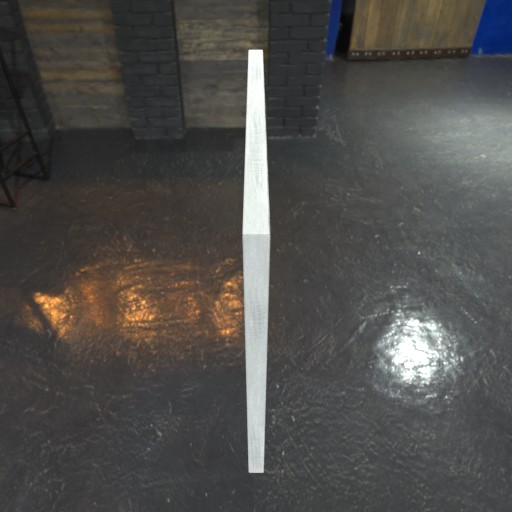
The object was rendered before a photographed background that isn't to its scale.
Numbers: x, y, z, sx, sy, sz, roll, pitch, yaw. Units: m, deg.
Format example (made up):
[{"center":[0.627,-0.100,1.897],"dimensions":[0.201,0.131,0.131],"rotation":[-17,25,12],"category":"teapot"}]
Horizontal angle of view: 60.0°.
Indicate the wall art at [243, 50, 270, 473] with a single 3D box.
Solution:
[{"center":[0.000,0.000,0.448],"dimensions":[0.015,0.303,0.303],"rotation":[0,42,0],"category":"wall art"}]
